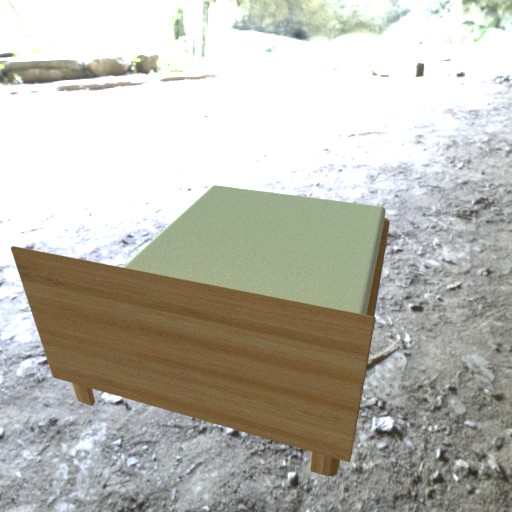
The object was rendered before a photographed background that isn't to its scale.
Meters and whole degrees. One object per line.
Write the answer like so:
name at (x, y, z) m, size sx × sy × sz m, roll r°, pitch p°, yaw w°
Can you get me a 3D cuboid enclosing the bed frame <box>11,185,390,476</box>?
bed frame at (0.000, 0.000, 2.676) m, size 1.472 × 0.940 × 1.992 m, roll 10°, pitch 32°, yaw 16°
